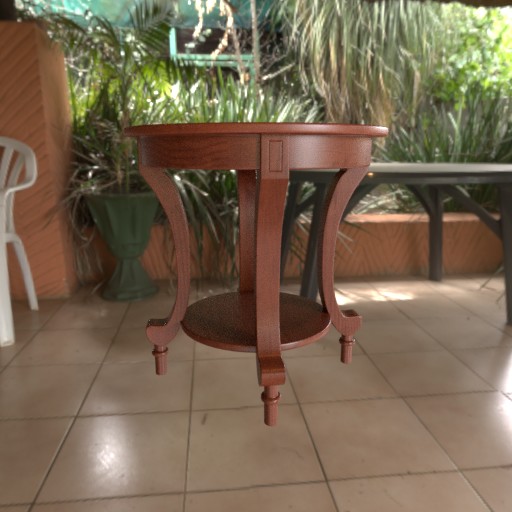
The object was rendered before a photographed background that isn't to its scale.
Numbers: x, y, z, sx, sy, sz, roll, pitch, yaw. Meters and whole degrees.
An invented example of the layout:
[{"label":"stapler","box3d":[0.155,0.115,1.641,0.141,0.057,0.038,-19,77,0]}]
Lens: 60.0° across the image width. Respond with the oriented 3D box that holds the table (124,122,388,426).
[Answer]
[{"label":"table","box3d":[0.000,0.000,1.114,0.597,0.612,0.597,0,14,0]}]
